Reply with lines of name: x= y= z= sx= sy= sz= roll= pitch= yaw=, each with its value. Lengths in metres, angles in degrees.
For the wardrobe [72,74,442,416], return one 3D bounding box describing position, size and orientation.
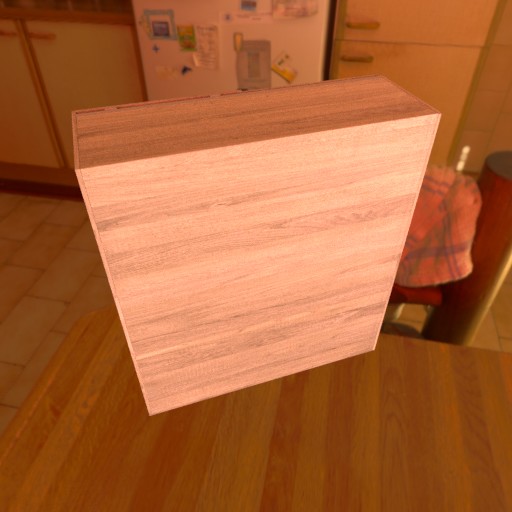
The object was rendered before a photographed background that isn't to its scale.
wardrobe: x=0.000 y=0.000 z=2.899 sx=1.780 sy=1.960 sz=0.629 roll=-12 pitch=43 yaw=-14
